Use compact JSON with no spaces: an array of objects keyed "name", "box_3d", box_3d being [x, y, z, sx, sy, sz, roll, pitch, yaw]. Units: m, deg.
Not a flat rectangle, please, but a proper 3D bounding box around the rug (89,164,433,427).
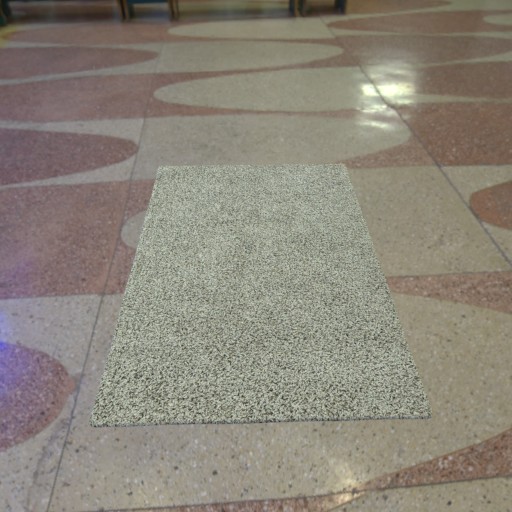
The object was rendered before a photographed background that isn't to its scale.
[{"name":"rug","box_3d":[0.000,0.000,2.230,1.219,0.030,1.778,-1,41,-1]}]
